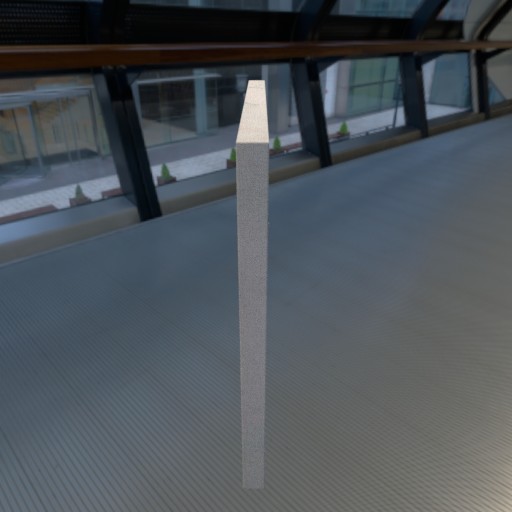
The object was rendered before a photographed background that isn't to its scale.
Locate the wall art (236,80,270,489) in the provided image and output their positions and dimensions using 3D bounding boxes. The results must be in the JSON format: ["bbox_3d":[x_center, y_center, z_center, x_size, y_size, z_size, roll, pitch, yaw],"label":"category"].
[{"bbox_3d":[0.000,0.000,0.913,0.040,0.612,0.612,0,28,0],"label":"wall art"}]
